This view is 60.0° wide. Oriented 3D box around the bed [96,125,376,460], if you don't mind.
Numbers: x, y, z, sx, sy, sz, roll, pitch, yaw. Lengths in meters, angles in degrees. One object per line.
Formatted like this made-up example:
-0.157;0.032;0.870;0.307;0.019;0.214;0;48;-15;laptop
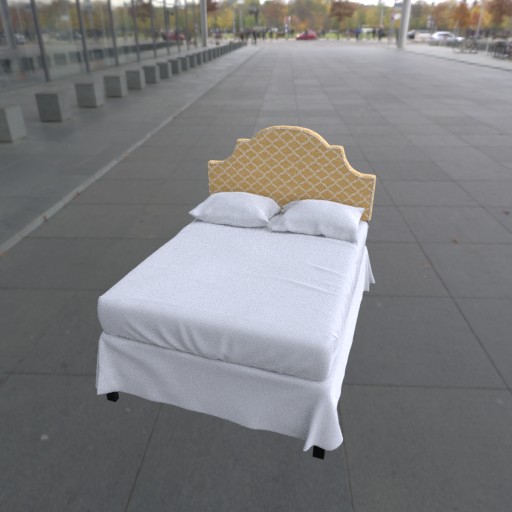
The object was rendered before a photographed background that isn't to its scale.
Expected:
0.000;0.000;3.443;1.780;1.633;2.222;9;28;16;bed
